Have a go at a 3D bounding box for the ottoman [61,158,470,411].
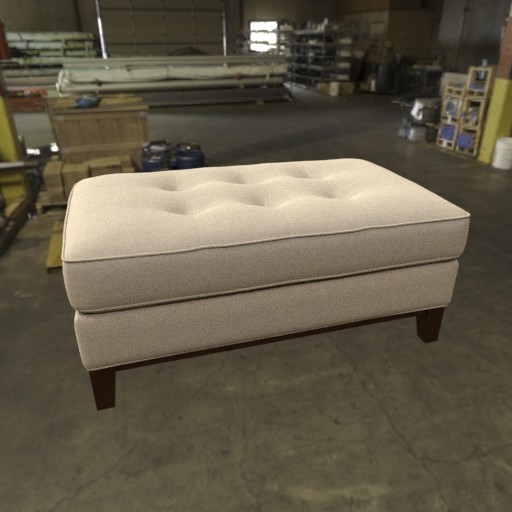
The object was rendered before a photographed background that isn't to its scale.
[{"bbox_3d":[0.000,0.000,1.492,1.143,0.508,0.648,-7,27,-15],"label":"ottoman"}]
